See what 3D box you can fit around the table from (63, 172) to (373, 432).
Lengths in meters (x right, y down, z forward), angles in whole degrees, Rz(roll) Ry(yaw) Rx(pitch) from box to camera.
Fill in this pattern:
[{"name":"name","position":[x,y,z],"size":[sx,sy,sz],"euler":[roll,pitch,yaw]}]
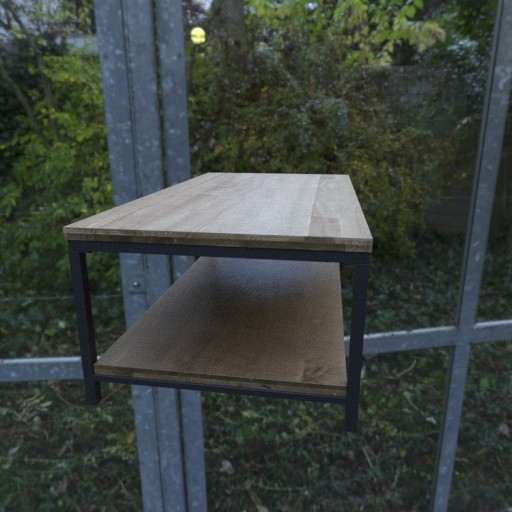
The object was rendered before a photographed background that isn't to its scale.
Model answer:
[{"name":"table","position":[0.000,0.000,1.357],"size":[0.574,0.393,1.062],"euler":[3,16,9]}]
